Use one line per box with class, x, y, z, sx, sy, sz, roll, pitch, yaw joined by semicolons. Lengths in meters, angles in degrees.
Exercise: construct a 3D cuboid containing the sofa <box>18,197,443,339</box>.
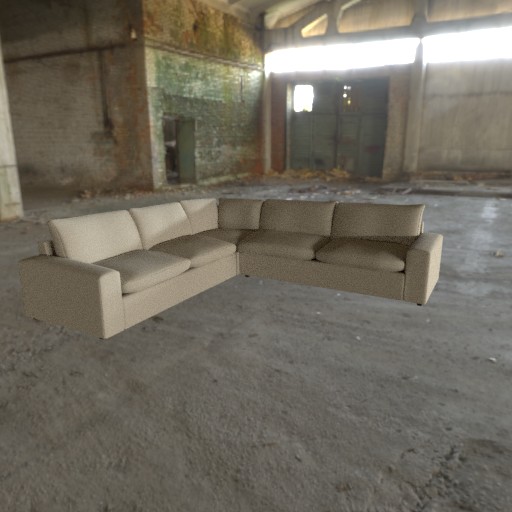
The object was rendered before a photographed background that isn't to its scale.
sofa;0.000;0.000;4.549;3.206;0.918;3.066;8;17;28
